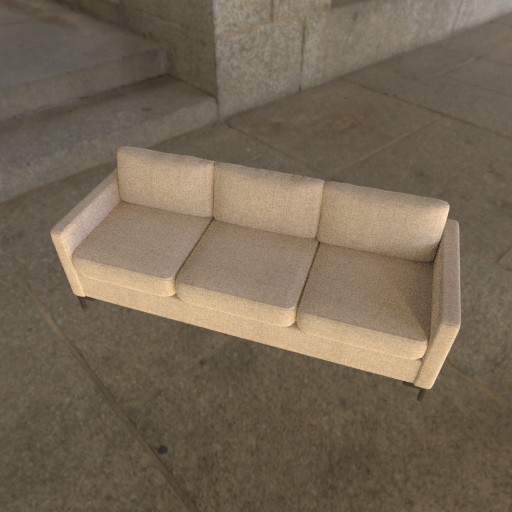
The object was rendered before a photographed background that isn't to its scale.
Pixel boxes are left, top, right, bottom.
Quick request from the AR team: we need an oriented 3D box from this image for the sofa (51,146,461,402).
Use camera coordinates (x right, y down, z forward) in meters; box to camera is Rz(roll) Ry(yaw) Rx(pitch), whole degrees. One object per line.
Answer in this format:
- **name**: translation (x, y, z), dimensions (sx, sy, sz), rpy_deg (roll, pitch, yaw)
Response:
- **sofa**: translation (0.000, 0.000, 2.685), dimensions (2.218, 0.874, 0.859), rpy_deg (12, 43, 13)
